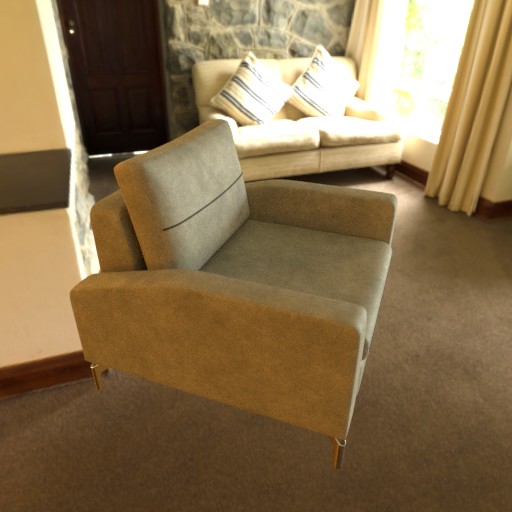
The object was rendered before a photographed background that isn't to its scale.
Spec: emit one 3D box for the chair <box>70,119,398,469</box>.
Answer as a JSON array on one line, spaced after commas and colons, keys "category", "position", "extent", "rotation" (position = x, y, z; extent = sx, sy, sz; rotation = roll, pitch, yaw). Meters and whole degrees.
[{"category": "chair", "position": [0.000, 0.000, 1.577], "extent": [0.900, 0.800, 0.900], "rotation": [11, 31, 18]}]
